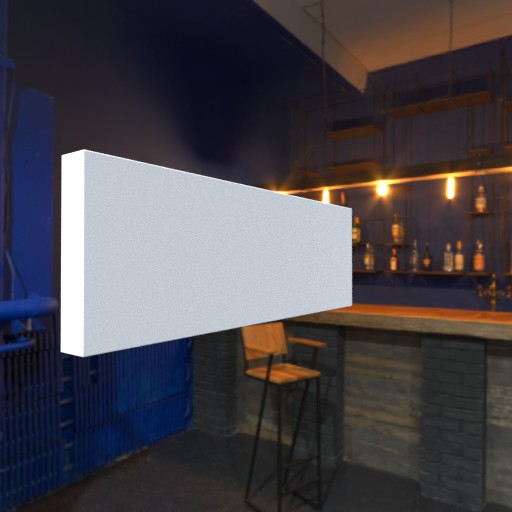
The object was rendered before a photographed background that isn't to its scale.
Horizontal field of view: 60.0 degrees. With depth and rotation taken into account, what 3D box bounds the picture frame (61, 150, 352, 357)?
[{"bbox_3d":[0.000,0.000,0.851,0.050,0.250,0.759,0,-1,37],"label":"picture frame"}]
